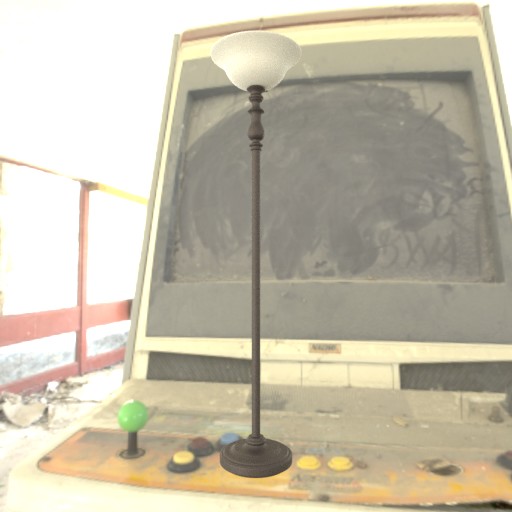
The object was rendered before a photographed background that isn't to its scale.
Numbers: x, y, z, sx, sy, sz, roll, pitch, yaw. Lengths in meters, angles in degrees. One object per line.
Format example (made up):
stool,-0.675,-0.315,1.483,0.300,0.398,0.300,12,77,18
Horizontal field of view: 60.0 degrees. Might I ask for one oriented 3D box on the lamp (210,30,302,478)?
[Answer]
lamp,0.000,0.000,1.950,0.405,1.797,0.405,-1,-2,36
